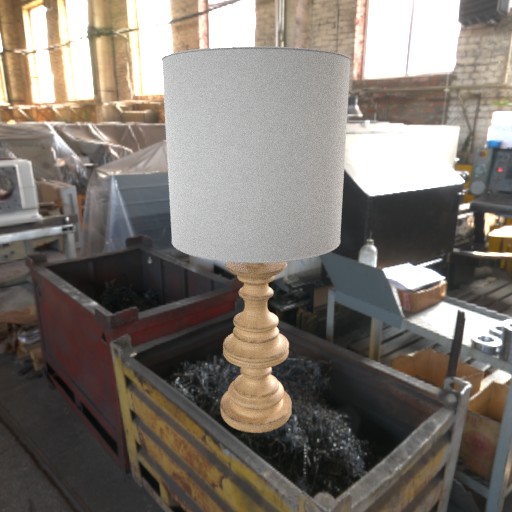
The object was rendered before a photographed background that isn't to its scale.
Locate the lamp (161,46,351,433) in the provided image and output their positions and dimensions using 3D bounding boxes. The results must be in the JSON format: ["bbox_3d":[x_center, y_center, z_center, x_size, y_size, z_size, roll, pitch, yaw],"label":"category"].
[{"bbox_3d":[0.000,0.000,0.563,0.208,0.455,0.208,3,17,9],"label":"lamp"}]
